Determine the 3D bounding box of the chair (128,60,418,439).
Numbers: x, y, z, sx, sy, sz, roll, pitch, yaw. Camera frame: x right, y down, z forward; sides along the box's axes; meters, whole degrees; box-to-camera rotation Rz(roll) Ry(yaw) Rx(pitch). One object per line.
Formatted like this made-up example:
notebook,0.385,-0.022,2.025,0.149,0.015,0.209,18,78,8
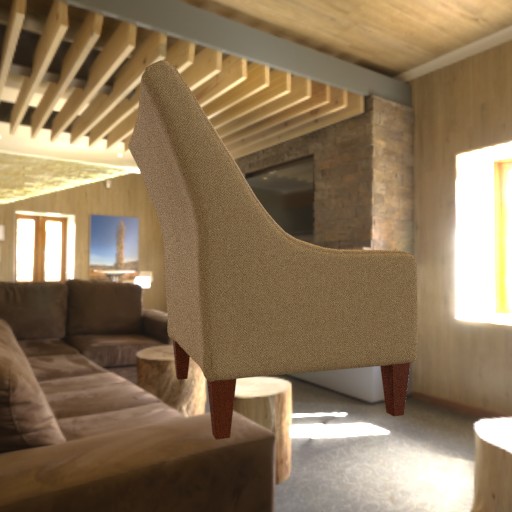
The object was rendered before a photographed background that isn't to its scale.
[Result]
chair,0.000,0.000,1.620,0.870,1.014,0.774,0,-1,-19
